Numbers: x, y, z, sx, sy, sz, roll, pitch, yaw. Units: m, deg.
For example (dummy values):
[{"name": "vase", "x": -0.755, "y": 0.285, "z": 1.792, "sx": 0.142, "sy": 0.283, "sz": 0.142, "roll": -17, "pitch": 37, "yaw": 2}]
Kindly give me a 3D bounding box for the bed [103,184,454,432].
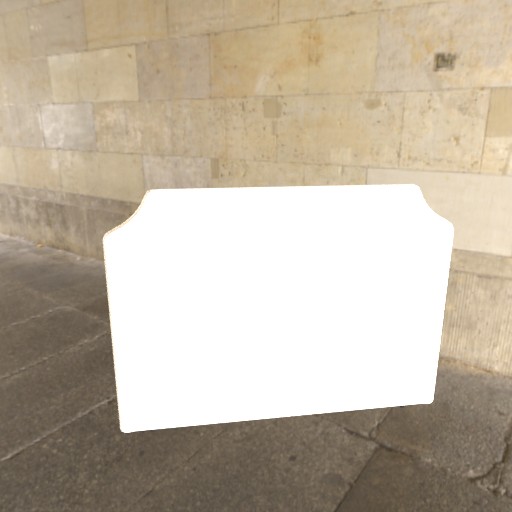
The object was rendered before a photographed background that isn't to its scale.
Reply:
[{"name": "bed", "x": 0.000, "y": 0.000, "z": 3.862, "sx": 2.134, "sy": 1.524, "sz": 2.548, "roll": -2, "pitch": 17, "yaw": -8}]
